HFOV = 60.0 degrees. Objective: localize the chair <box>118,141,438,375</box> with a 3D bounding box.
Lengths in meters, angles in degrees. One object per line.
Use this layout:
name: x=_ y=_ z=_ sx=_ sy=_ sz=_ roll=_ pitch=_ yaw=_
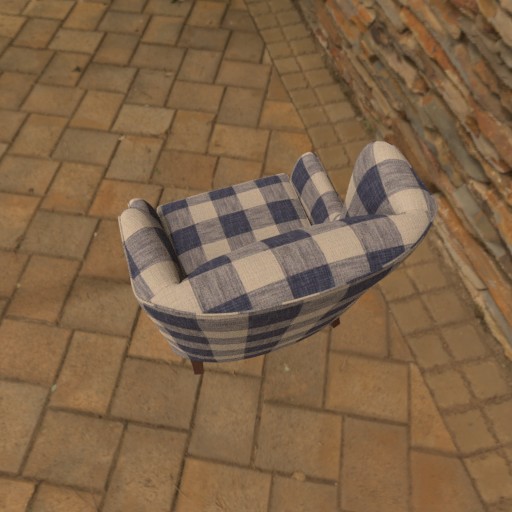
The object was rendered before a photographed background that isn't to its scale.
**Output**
chair: x=0.000 y=0.000 z=1.684 sx=0.830 sy=1.041 sz=0.889 roll=-17 pitch=59 yaw=-11
